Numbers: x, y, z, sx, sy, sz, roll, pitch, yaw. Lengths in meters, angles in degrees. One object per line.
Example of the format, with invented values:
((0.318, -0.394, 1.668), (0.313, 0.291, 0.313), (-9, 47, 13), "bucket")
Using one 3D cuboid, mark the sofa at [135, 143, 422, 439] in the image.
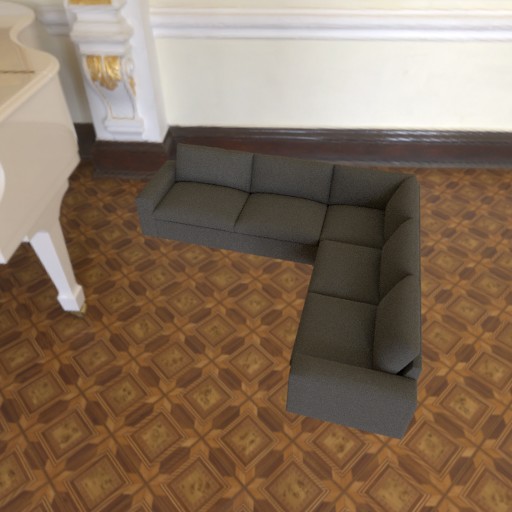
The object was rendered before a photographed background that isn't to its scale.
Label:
((0.000, 0.000, 4.741), (3.277, 0.965, 2.895), (10, 43, 11), "sofa")
